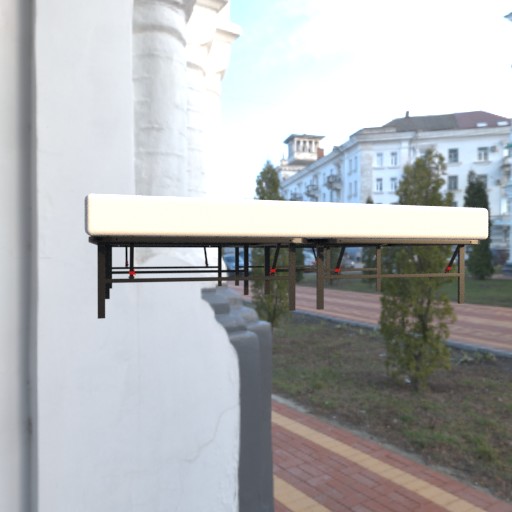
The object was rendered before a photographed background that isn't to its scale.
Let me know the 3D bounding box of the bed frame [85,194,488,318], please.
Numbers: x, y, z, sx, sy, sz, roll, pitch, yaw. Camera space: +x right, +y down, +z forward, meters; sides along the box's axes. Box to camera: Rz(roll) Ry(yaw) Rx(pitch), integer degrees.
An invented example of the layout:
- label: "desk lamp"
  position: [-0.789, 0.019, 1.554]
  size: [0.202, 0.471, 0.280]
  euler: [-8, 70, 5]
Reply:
- label: "bed frame"
  position: [0.000, 0.000, 3.002]
  size: [2.033, 0.525, 1.935]
  euler: [0, 0, -17]
